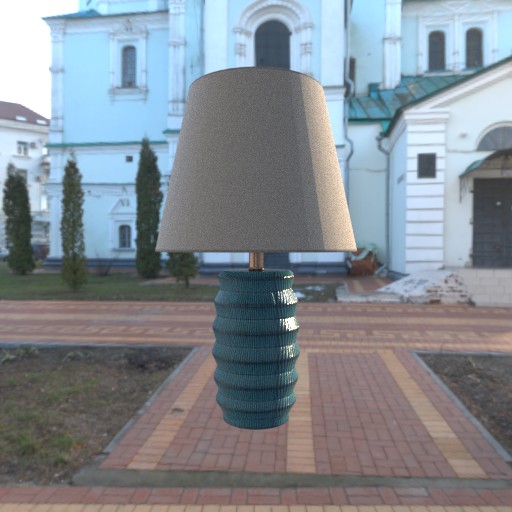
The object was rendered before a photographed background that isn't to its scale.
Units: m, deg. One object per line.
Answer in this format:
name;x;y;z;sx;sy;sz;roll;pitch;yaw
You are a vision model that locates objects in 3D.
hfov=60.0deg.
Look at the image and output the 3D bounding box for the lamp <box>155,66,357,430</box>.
lamp;0.000;0.000;0.799;0.355;0.582;0.355;0;1;0
